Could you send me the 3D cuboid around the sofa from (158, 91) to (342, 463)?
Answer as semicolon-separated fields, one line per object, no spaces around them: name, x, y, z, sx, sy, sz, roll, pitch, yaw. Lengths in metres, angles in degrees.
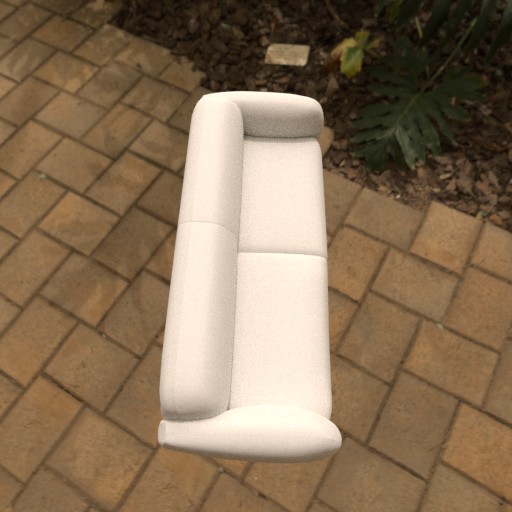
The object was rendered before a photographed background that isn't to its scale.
sofa;0.000;0.000;2.668;0.880;0.780;2.257;1;63;1
